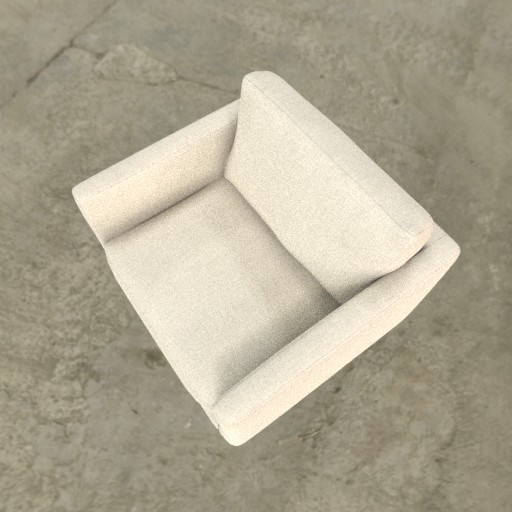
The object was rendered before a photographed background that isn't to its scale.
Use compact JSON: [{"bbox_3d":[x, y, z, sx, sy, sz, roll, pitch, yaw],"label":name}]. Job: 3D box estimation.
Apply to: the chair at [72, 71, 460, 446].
[{"bbox_3d":[0.000,0.000,1.693,0.959,0.919,0.996,-33,67,-16],"label":"chair"}]
